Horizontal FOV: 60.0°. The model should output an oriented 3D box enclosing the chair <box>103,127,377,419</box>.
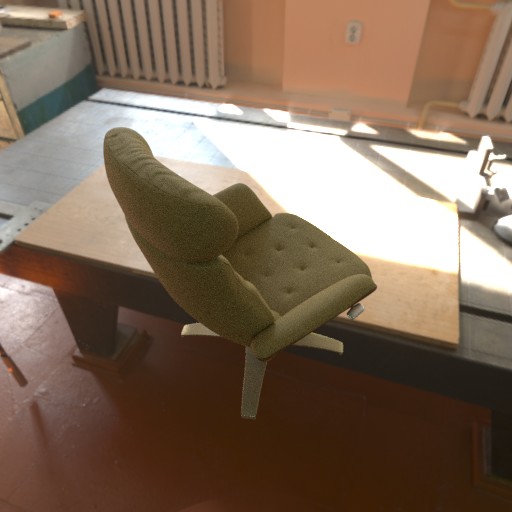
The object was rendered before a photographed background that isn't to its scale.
[{"bbox_3d":[0.000,0.000,1.567,0.837,0.995,0.785,-25,46,-27],"label":"chair"}]
